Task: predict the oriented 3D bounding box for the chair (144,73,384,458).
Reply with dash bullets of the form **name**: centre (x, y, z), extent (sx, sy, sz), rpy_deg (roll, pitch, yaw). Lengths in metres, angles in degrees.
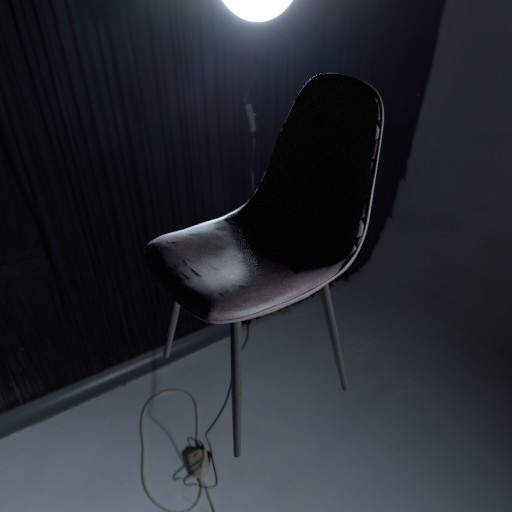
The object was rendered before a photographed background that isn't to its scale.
- **chair**: centre (0.000, 0.000, 1.228), extent (0.561, 0.889, 0.472), rpy_deg (-20, 37, -29)
